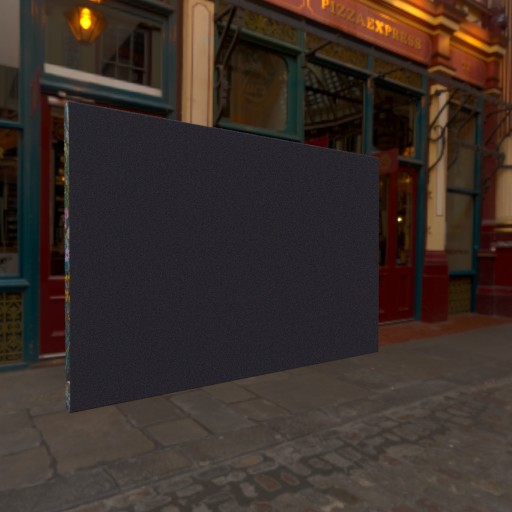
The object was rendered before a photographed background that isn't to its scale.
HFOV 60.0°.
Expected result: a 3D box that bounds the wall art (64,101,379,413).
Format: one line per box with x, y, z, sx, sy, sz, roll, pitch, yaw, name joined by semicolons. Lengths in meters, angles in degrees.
0.000;0.000;1.132;0.908;0.604;0.037;-1;1;-35;wall art
